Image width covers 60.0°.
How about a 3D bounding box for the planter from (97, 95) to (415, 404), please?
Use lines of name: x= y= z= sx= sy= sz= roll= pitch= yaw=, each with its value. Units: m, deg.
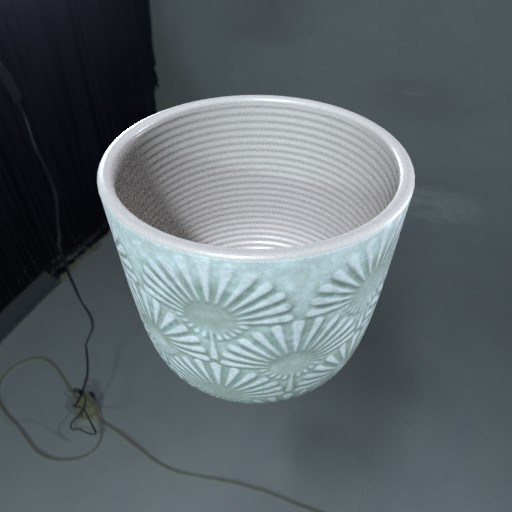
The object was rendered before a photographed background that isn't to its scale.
planter: x=0.000 y=0.000 z=0.214 sx=0.124 sy=0.109 sz=0.124 roll=0 pitch=42 yaw=0
